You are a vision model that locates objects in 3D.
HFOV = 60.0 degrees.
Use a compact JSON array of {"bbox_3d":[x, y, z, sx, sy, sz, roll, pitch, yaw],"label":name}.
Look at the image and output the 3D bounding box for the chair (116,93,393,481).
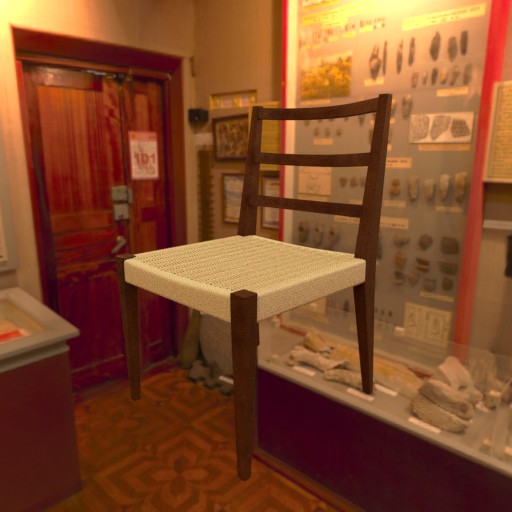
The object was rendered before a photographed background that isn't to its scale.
[{"bbox_3d":[0.000,0.000,1.173,0.480,0.813,0.551,13,18,43],"label":"chair"}]
